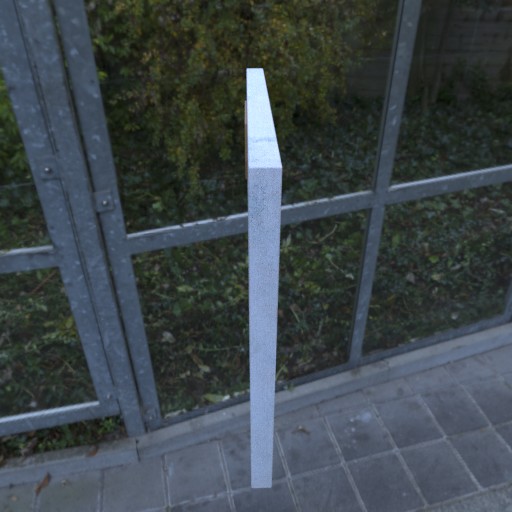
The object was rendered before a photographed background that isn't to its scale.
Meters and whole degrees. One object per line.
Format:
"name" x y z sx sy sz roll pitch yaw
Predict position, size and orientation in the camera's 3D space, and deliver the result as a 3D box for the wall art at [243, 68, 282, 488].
"wall art" 0.000 0.000 0.891 0.044 0.605 0.605 -1 32 -1
